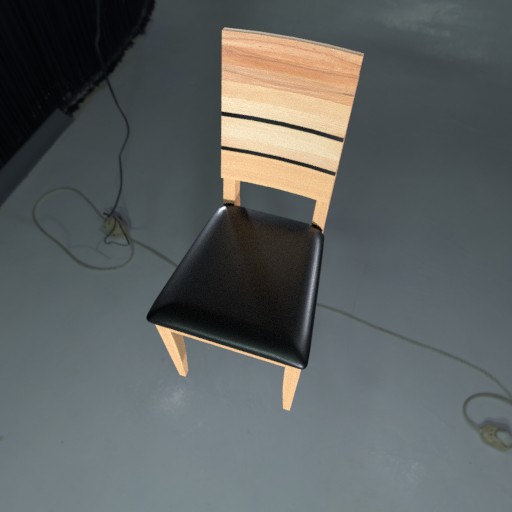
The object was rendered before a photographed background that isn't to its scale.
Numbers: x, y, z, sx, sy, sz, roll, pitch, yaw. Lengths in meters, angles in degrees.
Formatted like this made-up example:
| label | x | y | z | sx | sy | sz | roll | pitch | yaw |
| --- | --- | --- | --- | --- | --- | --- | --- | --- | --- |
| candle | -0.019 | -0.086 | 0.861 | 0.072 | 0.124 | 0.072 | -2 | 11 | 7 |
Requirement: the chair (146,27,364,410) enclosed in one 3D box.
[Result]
| label | x | y | z | sx | sy | sz | roll | pitch | yaw |
| --- | --- | --- | --- | --- | --- | --- | --- | --- | --- |
| chair | 0.000 | 0.000 | 1.183 | 0.410 | 0.940 | 0.520 | 15 | 59 | 9 |
